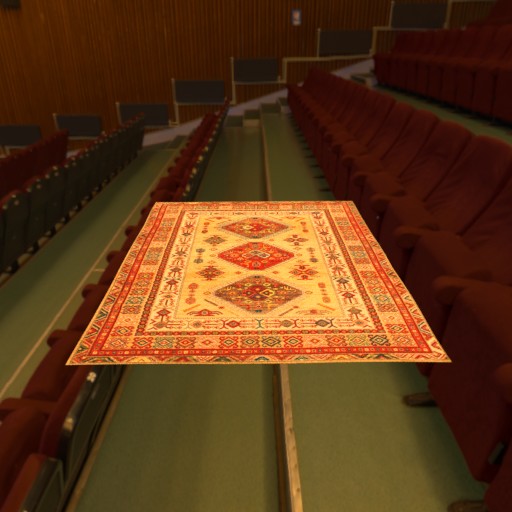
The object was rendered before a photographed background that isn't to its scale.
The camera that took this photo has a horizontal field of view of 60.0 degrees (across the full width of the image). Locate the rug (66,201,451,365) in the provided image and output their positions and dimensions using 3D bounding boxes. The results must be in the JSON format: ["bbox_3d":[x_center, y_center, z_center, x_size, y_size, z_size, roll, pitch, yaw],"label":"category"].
[{"bbox_3d":[0.000,0.000,4.181,2.460,0.005,3.067,0,26,-1],"label":"rug"}]
